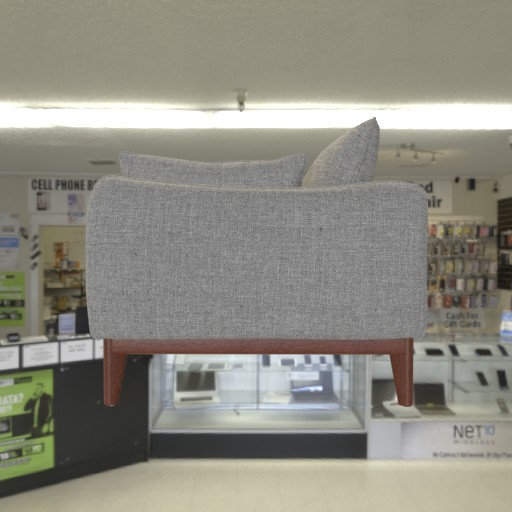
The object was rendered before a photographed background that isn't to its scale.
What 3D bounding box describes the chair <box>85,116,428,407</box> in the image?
[{"bbox_3d":[0.000,0.000,1.680,0.976,0.839,0.993,0,1,1],"label":"chair"}]
